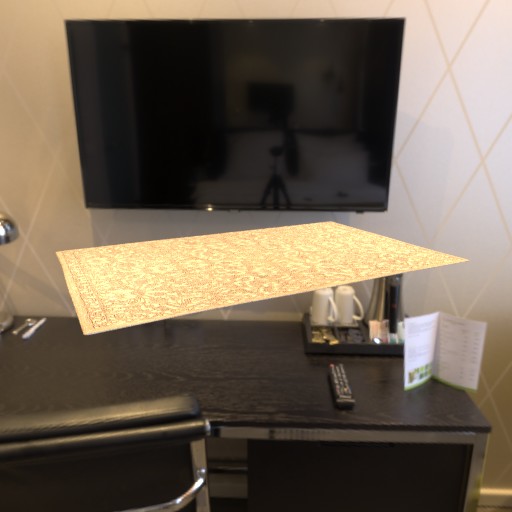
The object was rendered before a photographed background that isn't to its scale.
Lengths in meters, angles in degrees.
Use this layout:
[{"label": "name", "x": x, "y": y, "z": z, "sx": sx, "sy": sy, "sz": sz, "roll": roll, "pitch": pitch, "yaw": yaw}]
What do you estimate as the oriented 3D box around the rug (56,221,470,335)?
[{"label": "rug", "x": 0.000, "y": 0.000, "z": 3.057, "sx": 2.435, "sy": 0.012, "sz": 1.529, "roll": -8, "pitch": 17, "yaw": -27}]
